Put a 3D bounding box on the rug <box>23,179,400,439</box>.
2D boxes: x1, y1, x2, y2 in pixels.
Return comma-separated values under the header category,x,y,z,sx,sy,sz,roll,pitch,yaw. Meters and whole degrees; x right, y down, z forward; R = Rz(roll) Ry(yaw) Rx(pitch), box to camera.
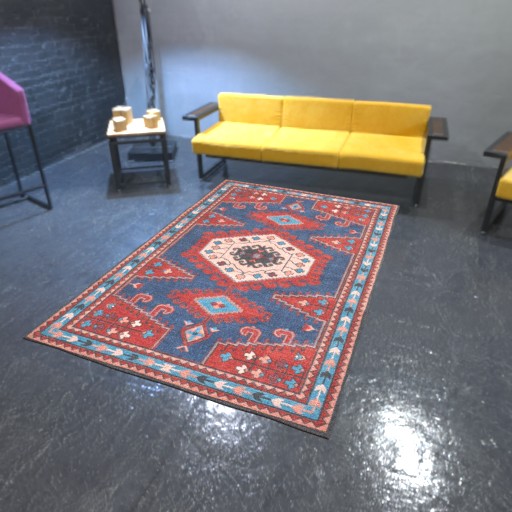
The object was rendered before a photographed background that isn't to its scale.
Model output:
category,x,y,z,sx,sy,sz,roll,pitch,yaw
rug,0.000,0.000,2.229,1.207,0.012,1.820,12,33,19
